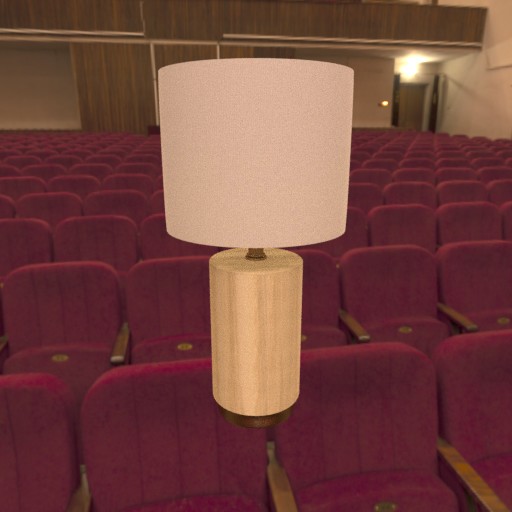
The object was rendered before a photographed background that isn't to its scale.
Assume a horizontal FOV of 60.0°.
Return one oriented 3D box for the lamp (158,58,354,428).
[{"bbox_3d":[0.000,0.000,0.581,0.228,0.444,0.228,-2,15,-9],"label":"lamp"}]
